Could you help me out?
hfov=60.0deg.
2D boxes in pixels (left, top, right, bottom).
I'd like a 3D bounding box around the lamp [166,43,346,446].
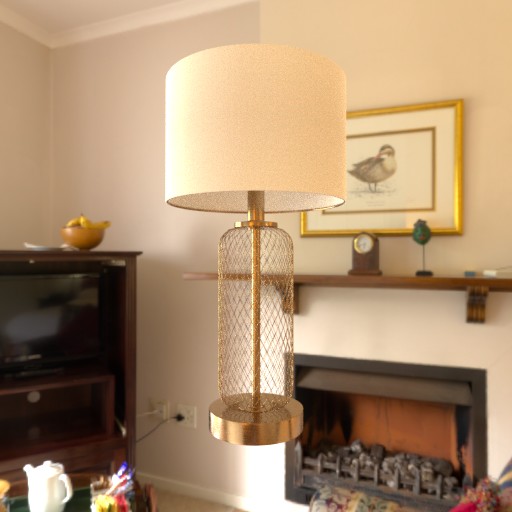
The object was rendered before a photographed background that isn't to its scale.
[{"bbox_3d":[0.000,0.000,0.630,0.252,0.483,0.252,0,-1,-16],"label":"lamp"}]
